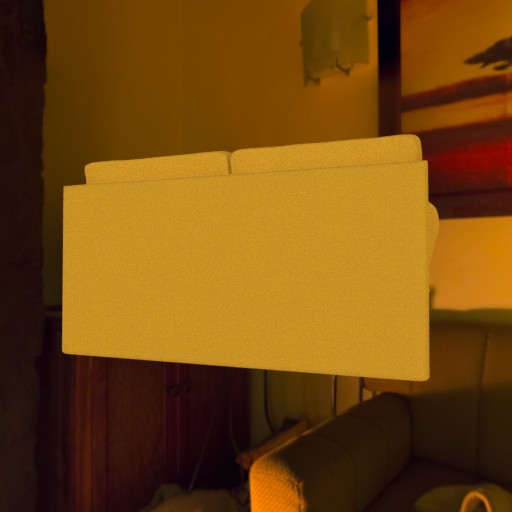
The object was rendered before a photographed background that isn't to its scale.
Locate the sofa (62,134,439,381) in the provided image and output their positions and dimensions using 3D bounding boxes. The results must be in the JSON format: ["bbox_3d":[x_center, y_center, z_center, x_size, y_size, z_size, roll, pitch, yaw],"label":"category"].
[{"bbox_3d":[0.000,0.000,2.309,1.727,0.940,0.991,0,-1,19],"label":"sofa"}]
